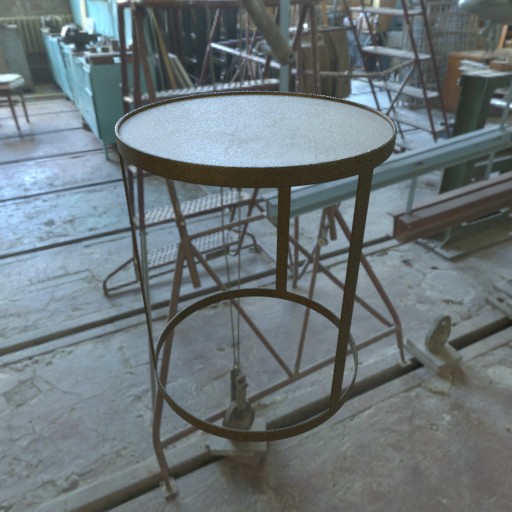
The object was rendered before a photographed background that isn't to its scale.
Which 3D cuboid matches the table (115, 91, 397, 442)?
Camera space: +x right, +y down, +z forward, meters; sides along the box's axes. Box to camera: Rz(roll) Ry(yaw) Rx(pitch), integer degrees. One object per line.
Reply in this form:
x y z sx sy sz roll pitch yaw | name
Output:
0.000 0.000 0.928 0.480 0.565 0.480 0 32 0 | table
